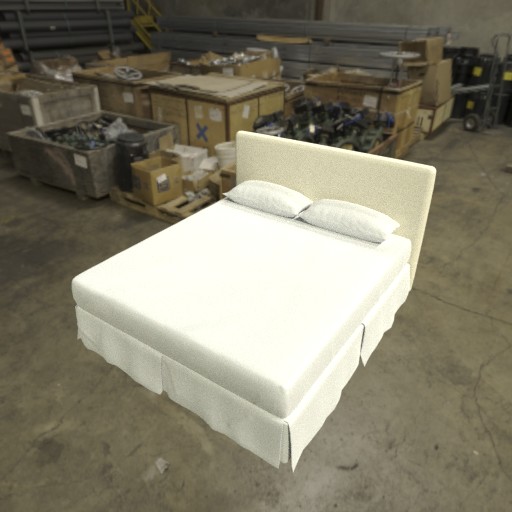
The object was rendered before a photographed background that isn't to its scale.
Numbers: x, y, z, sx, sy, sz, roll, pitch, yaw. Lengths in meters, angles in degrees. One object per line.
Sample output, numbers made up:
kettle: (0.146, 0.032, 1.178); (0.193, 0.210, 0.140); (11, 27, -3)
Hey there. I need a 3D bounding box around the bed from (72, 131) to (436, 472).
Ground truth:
bed: (0.000, 0.000, 3.685); (2.119, 1.317, 2.341); (19, 36, 30)
